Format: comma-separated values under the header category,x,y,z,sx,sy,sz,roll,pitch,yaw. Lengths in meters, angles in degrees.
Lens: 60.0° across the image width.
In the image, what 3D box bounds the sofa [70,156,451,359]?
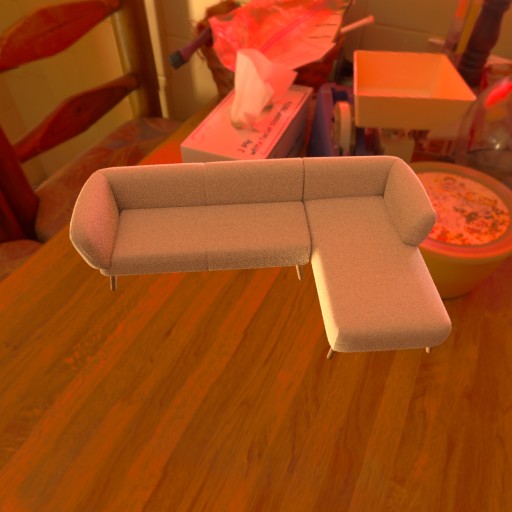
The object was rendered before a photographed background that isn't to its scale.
category,x,y,z,sx,sy,sz,roll,pitch,yaw
sofa,0.000,0.000,3.383,2.660,0.730,1.610,-3,47,-3
